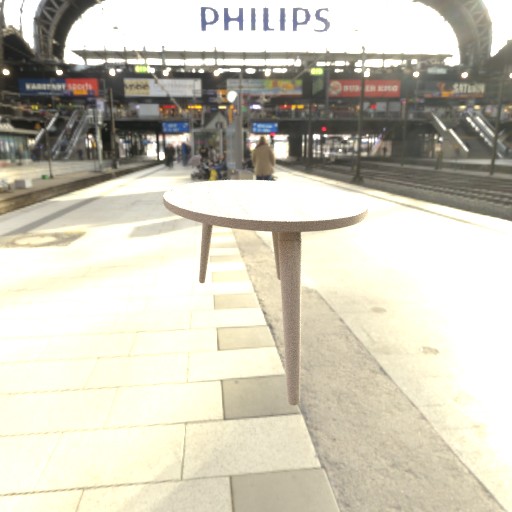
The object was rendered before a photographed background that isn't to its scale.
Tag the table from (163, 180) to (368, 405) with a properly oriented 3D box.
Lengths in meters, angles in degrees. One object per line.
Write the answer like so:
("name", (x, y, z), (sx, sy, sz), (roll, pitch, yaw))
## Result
("table", (0.000, 0.000, 1.369), (0.542, 0.390, 1.083), (-2, 14, -9))
